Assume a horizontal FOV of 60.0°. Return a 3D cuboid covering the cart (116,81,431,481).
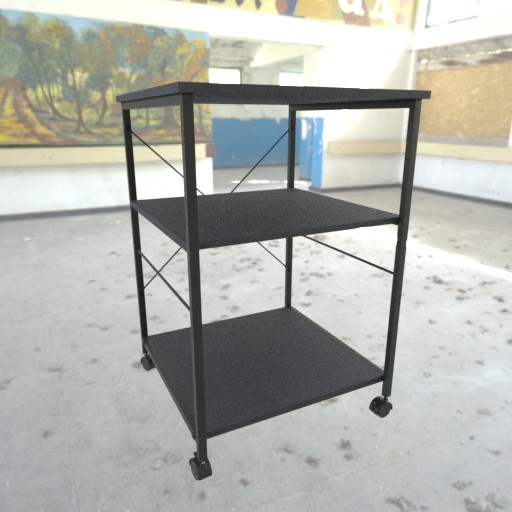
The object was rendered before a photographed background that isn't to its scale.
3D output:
[{"bbox_3d":[0.000,0.000,1.106,0.521,0.762,0.520,-8,19,-25],"label":"cart"}]
